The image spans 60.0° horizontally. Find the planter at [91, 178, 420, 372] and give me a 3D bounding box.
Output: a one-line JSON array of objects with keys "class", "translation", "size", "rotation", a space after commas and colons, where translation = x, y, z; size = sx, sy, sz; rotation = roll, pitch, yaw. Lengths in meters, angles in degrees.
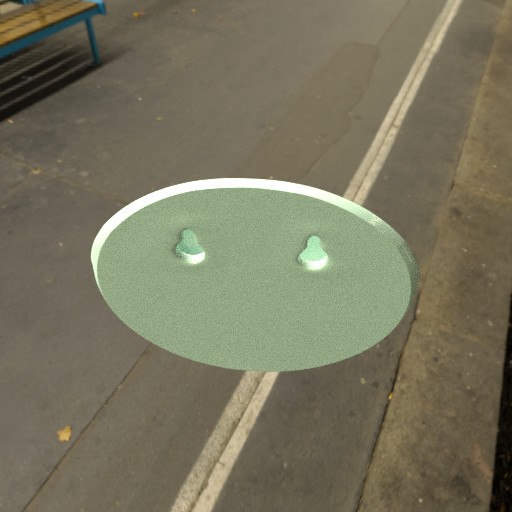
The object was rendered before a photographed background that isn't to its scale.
[{"class": "planter", "translation": [0.000, 0.000, 0.280], "size": [0.189, 0.164, 0.073], "rotation": [3, 47, 3]}]
